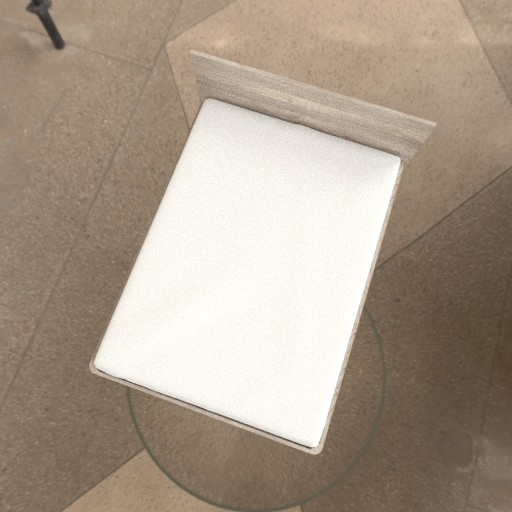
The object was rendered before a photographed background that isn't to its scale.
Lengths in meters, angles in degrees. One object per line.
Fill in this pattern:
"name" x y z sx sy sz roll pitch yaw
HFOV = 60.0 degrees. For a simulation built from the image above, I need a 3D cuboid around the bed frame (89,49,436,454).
"bed frame" 0.000 0.000 2.734 1.490 0.800 1.950 19 76 5
